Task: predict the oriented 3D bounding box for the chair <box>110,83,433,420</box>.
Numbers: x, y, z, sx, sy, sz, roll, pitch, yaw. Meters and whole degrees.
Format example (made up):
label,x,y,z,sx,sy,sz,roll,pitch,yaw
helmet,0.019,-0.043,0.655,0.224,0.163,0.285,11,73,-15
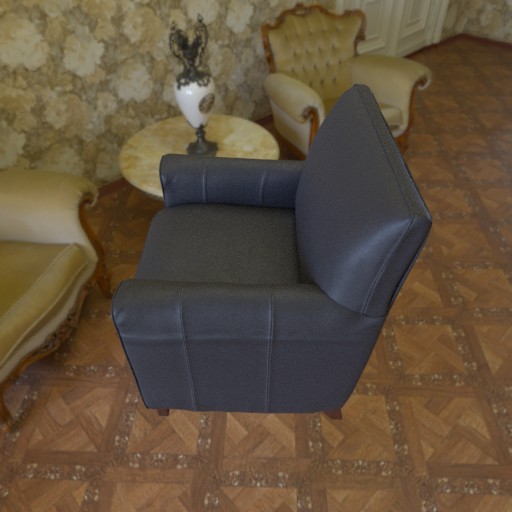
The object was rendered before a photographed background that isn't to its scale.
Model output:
label,x,y,z,sx,sy,sz,roll,pitch,yaw
chair,0.000,0.000,1.584,0.825,0.943,0.870,0,41,1
